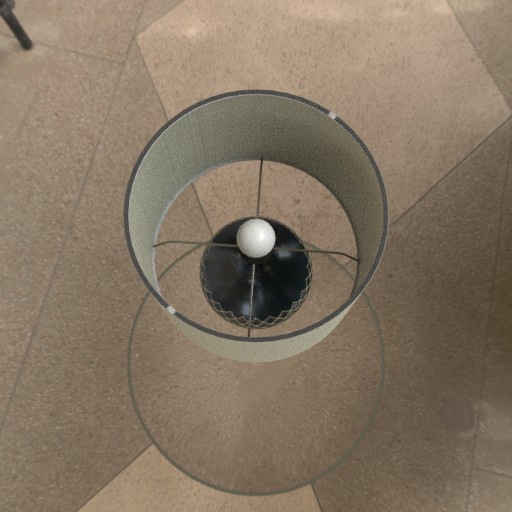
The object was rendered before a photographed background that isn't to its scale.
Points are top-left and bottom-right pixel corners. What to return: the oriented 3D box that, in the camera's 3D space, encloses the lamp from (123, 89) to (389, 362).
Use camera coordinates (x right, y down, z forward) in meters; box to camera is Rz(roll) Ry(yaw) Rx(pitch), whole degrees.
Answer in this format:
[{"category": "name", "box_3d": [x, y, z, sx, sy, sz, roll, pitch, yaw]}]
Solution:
[{"category": "lamp", "box_3d": [0.000, 0.000, 0.805, 0.376, 0.540, 0.376, 0, 77, 0]}]
